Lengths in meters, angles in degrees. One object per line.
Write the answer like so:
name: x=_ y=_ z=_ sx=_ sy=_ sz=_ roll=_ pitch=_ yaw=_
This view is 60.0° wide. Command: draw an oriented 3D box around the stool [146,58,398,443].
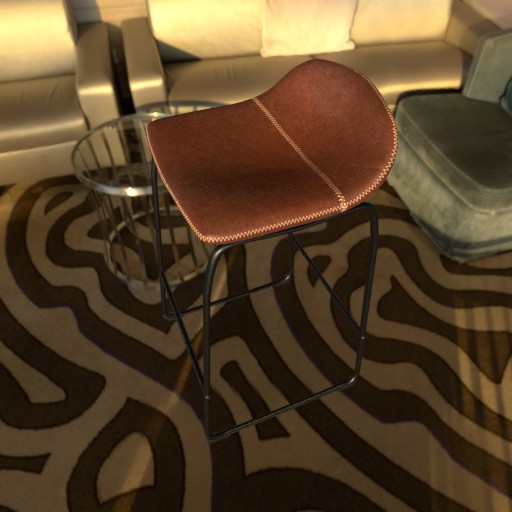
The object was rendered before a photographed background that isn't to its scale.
stool: x=0.000 y=0.000 z=1.099 sx=0.473 sy=0.830 sz=0.454 roll=-17 pitch=48 yaw=-16
